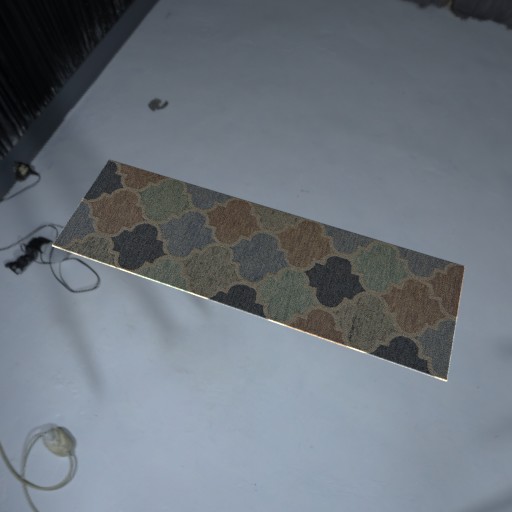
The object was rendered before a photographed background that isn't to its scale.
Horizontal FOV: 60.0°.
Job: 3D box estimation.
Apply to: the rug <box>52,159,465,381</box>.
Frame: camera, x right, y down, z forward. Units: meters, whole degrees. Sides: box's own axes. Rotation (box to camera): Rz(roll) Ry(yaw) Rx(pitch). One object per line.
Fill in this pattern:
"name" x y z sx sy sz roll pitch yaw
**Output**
"rug" 0.000 0.000 2.555 2.287 0.011 0.687 18 64 9
